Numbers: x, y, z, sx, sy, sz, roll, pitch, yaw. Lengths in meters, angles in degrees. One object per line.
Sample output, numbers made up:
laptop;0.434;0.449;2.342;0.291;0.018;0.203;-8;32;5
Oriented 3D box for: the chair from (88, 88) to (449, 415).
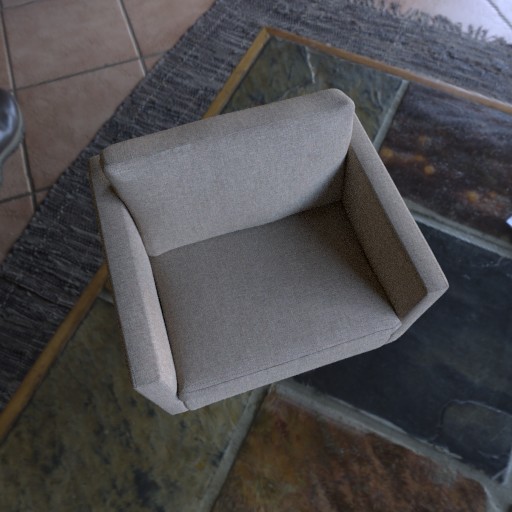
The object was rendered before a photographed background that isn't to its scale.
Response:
chair;0.000;0.000;1.844;1.107;0.987;0.959;-16;65;-8
